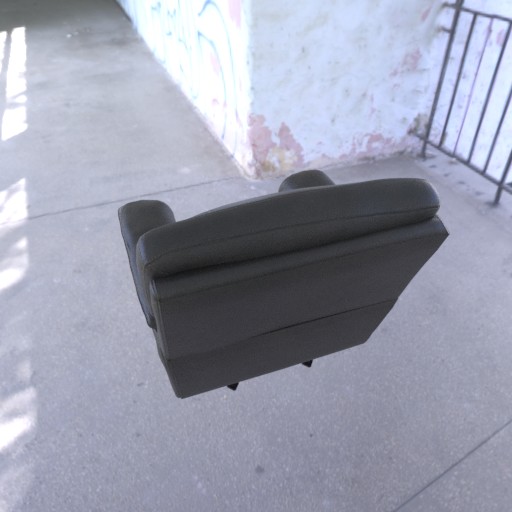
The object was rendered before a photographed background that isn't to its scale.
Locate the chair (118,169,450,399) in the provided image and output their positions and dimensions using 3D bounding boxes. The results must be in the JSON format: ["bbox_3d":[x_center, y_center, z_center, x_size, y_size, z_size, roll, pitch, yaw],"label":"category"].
[{"bbox_3d":[0.000,0.000,1.996,1.096,1.109,1.087,-13,41,-15],"label":"chair"}]
